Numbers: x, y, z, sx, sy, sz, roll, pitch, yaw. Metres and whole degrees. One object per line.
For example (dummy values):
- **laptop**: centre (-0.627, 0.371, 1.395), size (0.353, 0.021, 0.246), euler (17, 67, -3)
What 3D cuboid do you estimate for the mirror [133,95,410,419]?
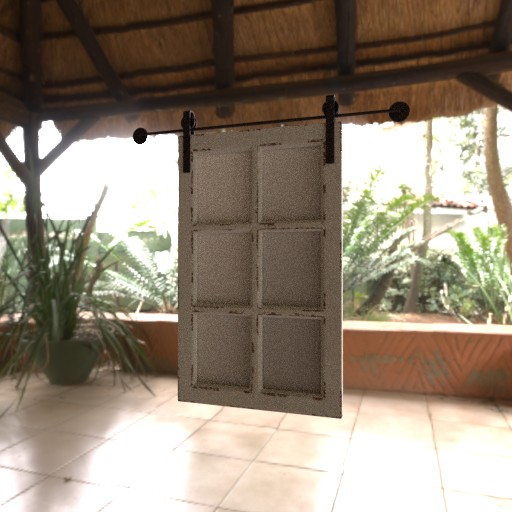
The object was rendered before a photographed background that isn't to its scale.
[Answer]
- **mirror**: centre (0.000, 0.000, 1.227), size (0.808, 0.844, 0.037), euler (0, 0, 18)
